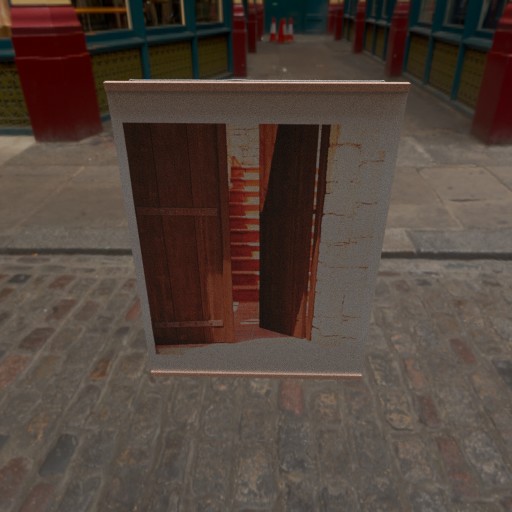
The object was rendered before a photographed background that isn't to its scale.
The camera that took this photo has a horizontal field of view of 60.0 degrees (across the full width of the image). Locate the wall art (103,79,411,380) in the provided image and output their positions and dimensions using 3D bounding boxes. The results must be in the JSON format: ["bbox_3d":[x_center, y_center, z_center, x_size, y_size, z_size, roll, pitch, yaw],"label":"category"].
[{"bbox_3d":[0.000,0.000,1.353,0.758,1.013,0.020,1,30,1],"label":"wall art"}]
